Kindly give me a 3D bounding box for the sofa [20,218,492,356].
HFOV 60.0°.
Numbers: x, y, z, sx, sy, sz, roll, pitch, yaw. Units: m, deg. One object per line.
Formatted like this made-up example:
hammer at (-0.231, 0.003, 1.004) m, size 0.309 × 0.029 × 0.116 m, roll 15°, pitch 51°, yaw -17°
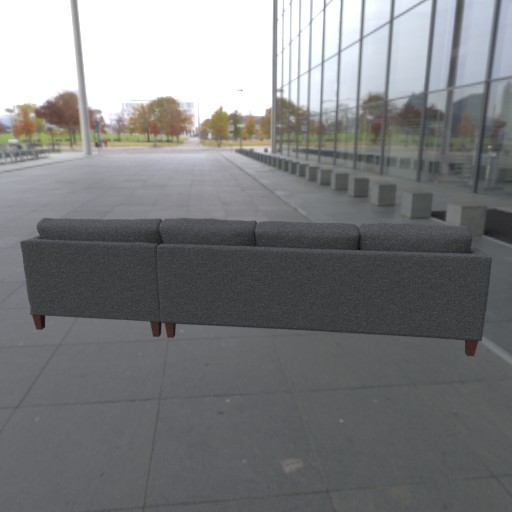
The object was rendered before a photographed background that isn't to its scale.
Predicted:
sofa at (0.000, 0.000, 3.768) m, size 3.186 × 0.846 × 1.625 m, roll 2°, pitch 15°, yaw 8°
